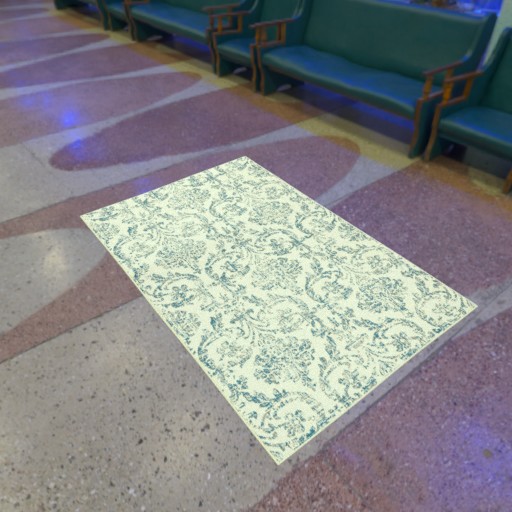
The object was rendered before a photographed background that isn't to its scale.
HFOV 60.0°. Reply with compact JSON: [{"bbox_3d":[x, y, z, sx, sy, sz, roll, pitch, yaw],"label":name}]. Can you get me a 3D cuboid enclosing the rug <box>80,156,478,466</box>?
[{"bbox_3d":[0.000,0.000,3.506,1.819,0.018,2.746,-27,47,-27],"label":"rug"}]
